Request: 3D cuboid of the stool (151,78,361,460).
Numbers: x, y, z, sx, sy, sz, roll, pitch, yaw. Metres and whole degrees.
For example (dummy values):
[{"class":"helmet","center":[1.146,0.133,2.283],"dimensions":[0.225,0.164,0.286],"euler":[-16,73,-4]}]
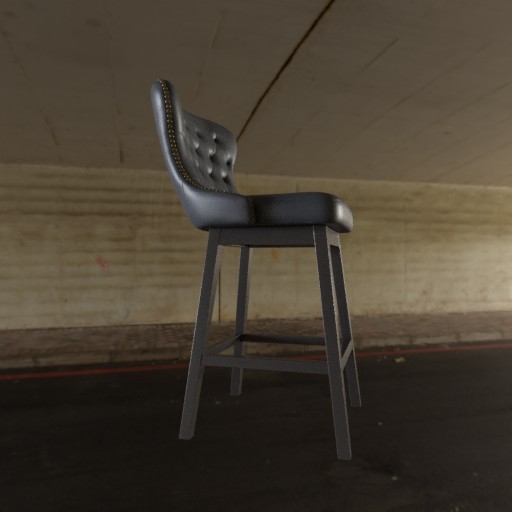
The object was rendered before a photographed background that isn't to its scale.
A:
[{"class":"stool","center":[0.000,0.000,1.339],"dimensions":[0.593,0.971,0.528],"euler":[0,-1,17]}]
